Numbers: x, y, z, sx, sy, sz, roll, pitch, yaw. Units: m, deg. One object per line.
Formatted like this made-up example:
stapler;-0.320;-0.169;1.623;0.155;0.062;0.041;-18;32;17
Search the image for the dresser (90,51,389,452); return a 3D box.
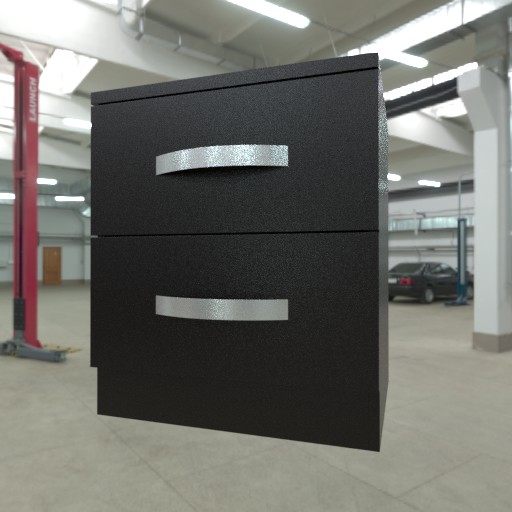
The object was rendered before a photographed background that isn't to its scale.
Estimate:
dresser;0.000;0.000;0.719;0.400;0.470;0.360;0;0;18
